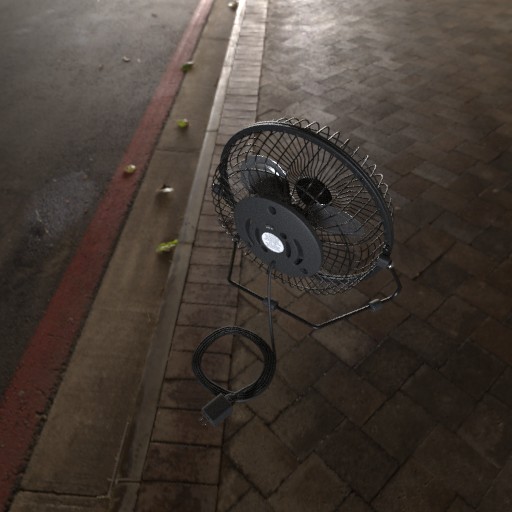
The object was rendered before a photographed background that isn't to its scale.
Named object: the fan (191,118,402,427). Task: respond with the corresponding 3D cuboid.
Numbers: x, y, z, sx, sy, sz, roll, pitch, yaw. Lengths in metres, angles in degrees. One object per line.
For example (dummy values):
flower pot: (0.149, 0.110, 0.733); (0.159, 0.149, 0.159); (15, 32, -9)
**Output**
fan: (0.000, 0.000, 0.378); (0.209, 0.188, 0.227); (26, 50, 24)
